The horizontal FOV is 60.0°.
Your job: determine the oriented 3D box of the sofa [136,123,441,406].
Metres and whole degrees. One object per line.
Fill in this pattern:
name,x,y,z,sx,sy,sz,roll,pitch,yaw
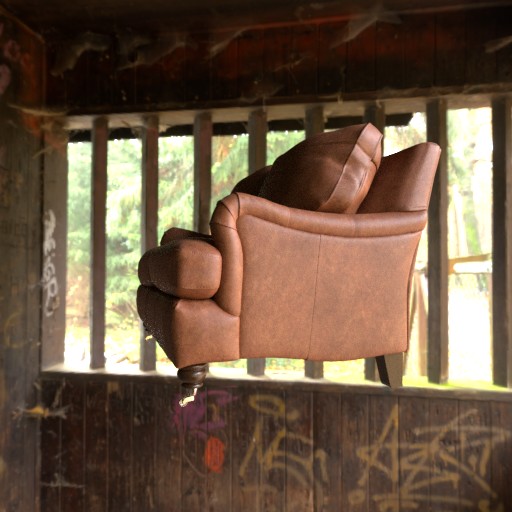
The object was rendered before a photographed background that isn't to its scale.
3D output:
sofa,0.000,0.000,2.219,1.077,1.004,1.527,0,-1,-19
